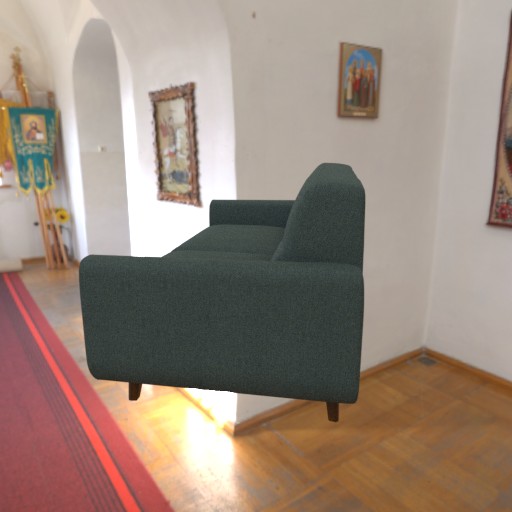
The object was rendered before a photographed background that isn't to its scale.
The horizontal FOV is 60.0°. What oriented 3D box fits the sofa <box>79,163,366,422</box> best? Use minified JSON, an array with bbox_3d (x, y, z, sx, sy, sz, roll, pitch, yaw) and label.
[{"bbox_3d":[0.000,0.000,2.120,0.909,0.841,1.631,2,14,10],"label":"sofa"}]
